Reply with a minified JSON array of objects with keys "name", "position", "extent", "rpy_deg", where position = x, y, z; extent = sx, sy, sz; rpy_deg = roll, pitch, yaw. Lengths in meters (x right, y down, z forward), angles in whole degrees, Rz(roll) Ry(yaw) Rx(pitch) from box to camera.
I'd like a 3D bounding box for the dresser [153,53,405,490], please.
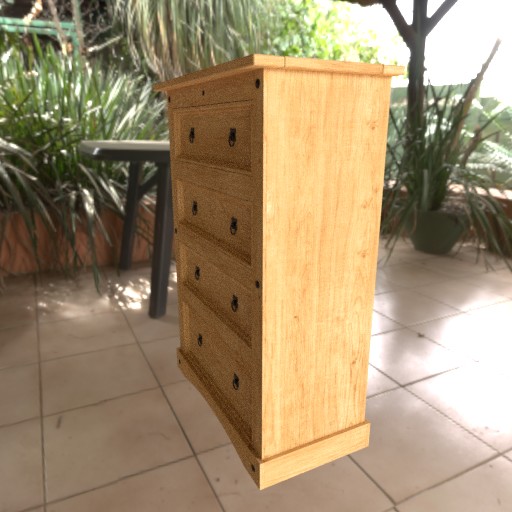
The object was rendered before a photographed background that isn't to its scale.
[{"name":"dresser","position":[0.000,0.000,1.718],"extent":[0.485,1.300,0.915],"rpy_deg":[-8,18,-26]}]
